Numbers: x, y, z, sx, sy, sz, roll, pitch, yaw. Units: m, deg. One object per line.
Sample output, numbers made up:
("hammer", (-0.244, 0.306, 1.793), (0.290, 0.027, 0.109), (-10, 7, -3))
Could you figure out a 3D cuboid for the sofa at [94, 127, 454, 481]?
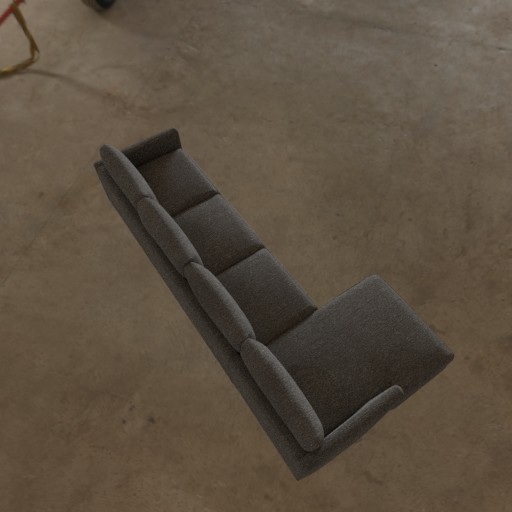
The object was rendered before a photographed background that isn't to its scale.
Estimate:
("sofa", (0.000, 0.000, 3.465), (1.350, 0.810, 2.932), (-31, 63, -18))
